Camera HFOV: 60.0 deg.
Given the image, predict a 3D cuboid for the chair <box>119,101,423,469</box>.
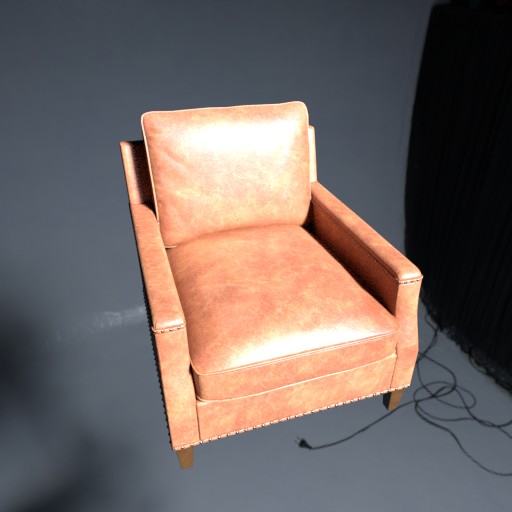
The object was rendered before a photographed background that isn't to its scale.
[{"bbox_3d":[0.000,0.000,1.669,0.853,0.943,1.014,-9,32,-15],"label":"chair"}]
